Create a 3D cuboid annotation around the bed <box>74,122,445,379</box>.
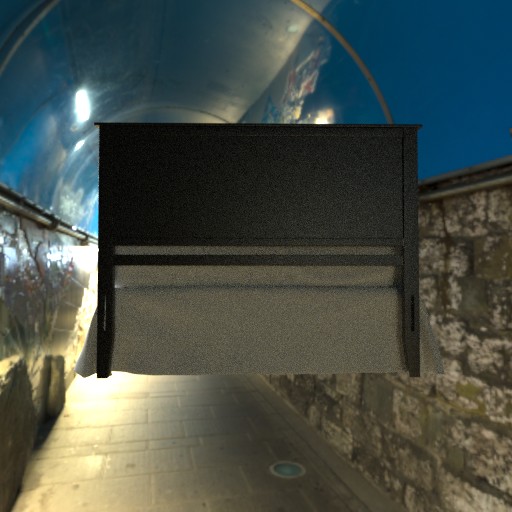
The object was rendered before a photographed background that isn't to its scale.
[{"bbox_3d":[0.000,0.000,3.214,1.870,1.270,2.050,0,-2,-1],"label":"bed"}]
